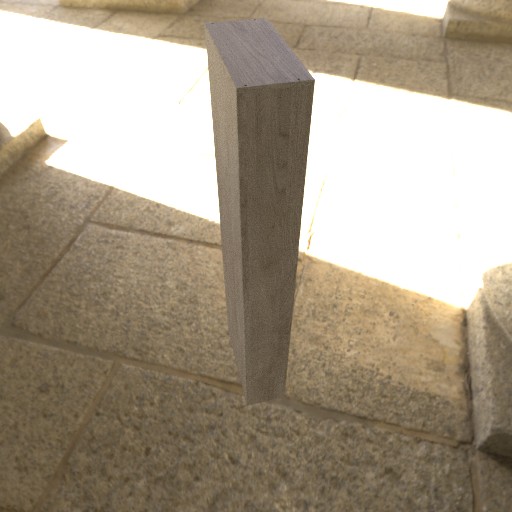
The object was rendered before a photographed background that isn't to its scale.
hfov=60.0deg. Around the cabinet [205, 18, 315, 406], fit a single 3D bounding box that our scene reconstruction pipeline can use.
[{"bbox_3d":[0.000,0.000,1.973,0.230,1.790,0.500,-10,46,-10],"label":"cabinet"}]
